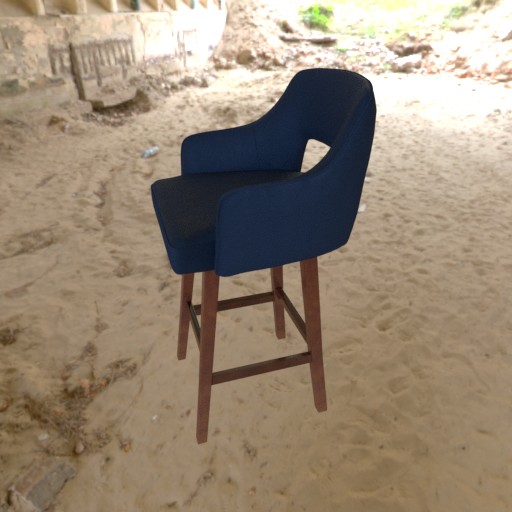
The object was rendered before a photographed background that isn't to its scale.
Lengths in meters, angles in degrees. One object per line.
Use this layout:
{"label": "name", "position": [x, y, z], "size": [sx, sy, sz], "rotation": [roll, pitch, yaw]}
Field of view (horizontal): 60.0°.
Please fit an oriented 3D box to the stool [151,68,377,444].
{"label": "stool", "position": [0.000, 0.000, 1.368], "size": [0.560, 1.041, 0.550], "rotation": [-9, 31, -15]}
